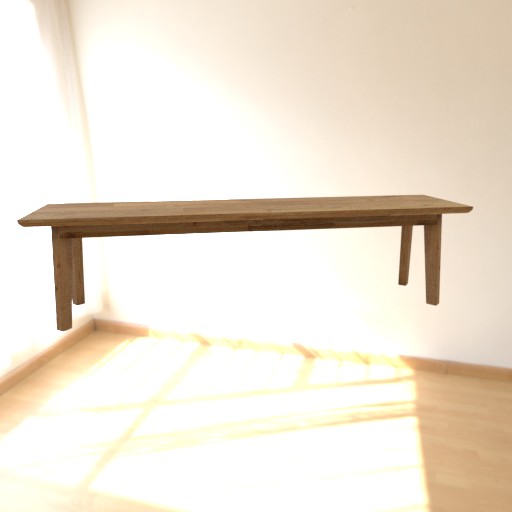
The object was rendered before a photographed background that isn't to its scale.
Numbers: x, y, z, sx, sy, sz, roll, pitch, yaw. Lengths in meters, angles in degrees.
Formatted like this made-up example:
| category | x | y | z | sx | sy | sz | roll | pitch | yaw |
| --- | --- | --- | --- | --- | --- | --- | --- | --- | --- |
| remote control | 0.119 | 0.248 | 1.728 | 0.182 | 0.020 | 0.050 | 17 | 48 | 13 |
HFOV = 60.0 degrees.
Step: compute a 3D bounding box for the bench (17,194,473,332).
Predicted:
| category | x | y | z | sx | sy | sz | roll | pitch | yaw |
| --- | --- | --- | --- | --- | --- | --- | --- | --- | --- |
| bench | 0.000 | 0.000 | 1.864 | 1.698 | 0.431 | 0.378 | -3 | 15 | -10 |
